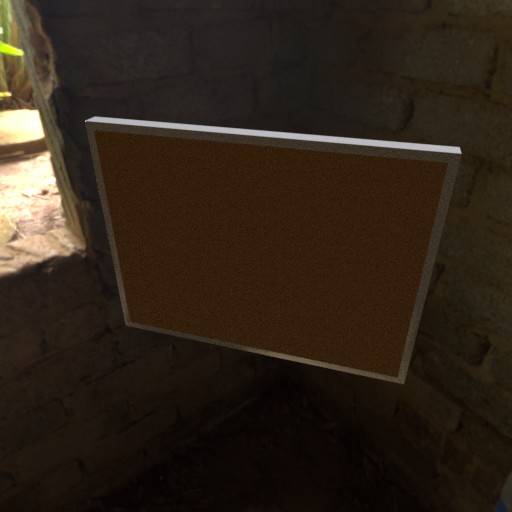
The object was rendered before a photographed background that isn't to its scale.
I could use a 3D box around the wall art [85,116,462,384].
[{"bbox_3d":[0.000,0.000,1.413,1.041,0.787,0.053,9,33,14],"label":"wall art"}]
